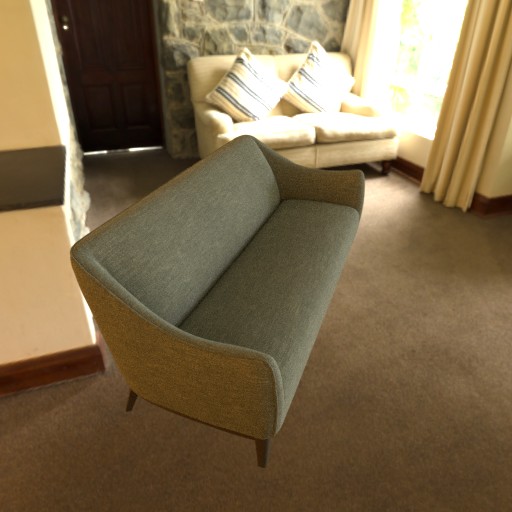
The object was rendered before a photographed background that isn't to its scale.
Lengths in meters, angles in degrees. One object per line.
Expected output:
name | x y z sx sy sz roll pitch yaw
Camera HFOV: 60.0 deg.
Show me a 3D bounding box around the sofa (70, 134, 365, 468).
sofa | 0.000 0.000 2.368 0.867 0.829 1.928 11 32 18
